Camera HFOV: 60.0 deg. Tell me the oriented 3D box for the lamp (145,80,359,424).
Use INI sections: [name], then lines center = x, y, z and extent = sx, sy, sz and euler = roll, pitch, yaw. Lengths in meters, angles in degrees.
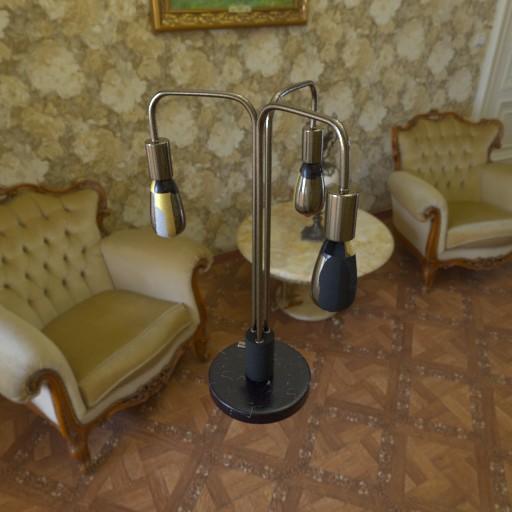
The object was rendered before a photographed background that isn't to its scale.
[lamp]
center = 0.000, 0.000, 0.786
extent = 0.368, 0.560, 0.355
euler = 9, 32, 15
